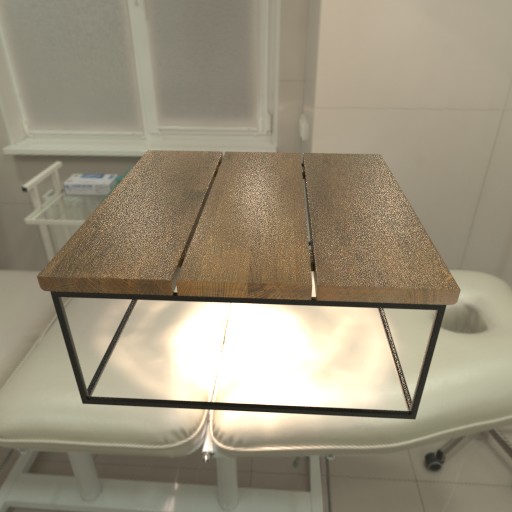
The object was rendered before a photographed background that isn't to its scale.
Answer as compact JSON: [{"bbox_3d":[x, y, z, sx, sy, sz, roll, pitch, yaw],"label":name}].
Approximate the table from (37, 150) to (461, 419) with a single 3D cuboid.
[{"bbox_3d":[0.000,0.000,1.426,0.900,0.400,0.900,2,31,3],"label":"table"}]
